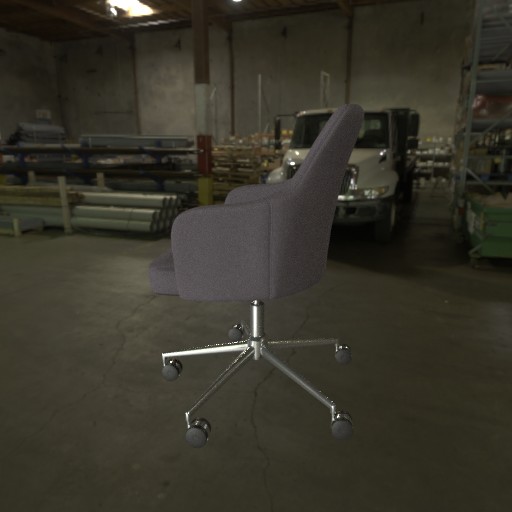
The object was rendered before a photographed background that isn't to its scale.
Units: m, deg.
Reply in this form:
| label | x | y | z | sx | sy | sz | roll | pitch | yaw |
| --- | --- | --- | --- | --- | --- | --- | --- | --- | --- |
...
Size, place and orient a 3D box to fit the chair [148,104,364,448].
| label | x | y | z | sx | sy | sz | roll | pitch | yaw |
| --- | --- | --- | --- | --- | --- | --- | --- | --- | --- |
| chair | 0.000 | 0.000 | 1.287 | 0.600 | 0.820 | 0.655 | 2 | 14 | 9 |
